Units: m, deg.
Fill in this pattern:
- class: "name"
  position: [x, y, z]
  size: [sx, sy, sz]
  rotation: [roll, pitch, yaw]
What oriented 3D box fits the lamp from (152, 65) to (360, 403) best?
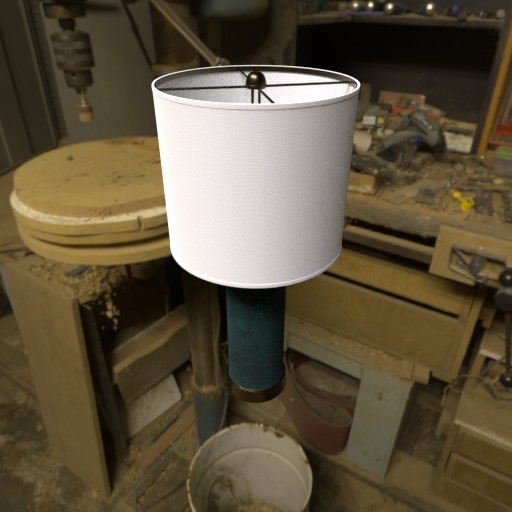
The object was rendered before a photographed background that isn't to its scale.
- class: "lamp"
  position: [0.000, 0.000, 0.808]
  size: [0.301, 0.630, 0.301]
  rotation: [19, 36, 28]
